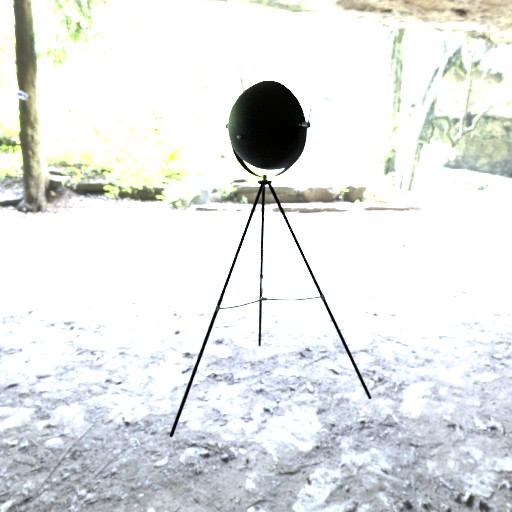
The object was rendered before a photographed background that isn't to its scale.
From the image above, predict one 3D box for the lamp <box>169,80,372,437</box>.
[{"bbox_3d":[0.000,0.000,2.016,0.817,1.512,0.920,14,21,42],"label":"lamp"}]
